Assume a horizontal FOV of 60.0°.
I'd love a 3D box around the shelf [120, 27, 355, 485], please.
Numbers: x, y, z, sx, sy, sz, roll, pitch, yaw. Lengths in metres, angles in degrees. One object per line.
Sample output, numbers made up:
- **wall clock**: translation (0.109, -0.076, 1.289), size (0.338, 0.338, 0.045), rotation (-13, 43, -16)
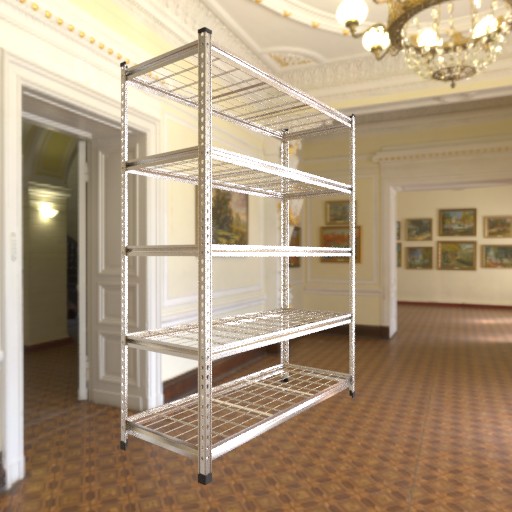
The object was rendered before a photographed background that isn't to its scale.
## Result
- **shelf**: translation (0.000, 0.000, 2.702), size (0.610, 1.981, 1.524), rotation (0, 0, 37)
